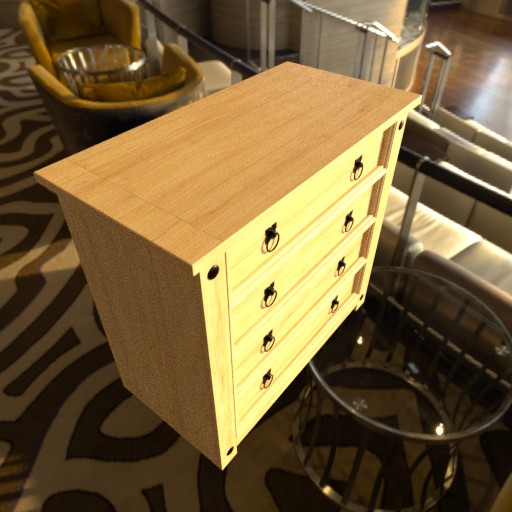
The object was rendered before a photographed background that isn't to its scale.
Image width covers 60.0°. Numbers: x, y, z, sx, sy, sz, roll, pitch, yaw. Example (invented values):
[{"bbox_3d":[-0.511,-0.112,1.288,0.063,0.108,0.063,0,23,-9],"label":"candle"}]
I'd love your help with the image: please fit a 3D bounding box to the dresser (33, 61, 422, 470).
[{"bbox_3d":[0.000,0.000,1.193,0.410,0.730,0.800,28,48,28],"label":"dresser"}]
